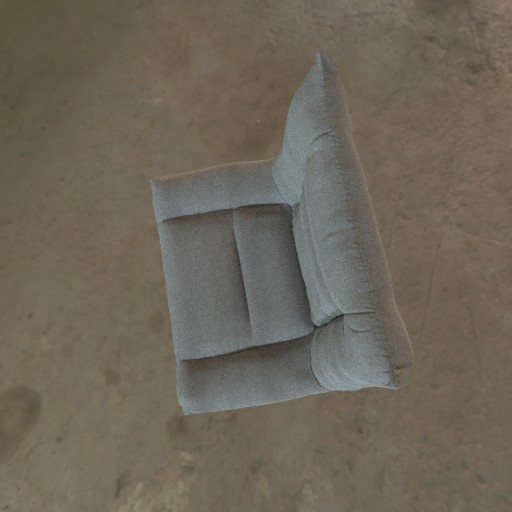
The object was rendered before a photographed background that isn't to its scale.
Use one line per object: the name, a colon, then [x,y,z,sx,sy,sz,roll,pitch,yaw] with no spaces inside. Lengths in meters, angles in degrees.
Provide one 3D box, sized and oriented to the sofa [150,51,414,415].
sofa: [0.000,0.000,1.738,0.847,0.795,1.144,-10,75,-3]
